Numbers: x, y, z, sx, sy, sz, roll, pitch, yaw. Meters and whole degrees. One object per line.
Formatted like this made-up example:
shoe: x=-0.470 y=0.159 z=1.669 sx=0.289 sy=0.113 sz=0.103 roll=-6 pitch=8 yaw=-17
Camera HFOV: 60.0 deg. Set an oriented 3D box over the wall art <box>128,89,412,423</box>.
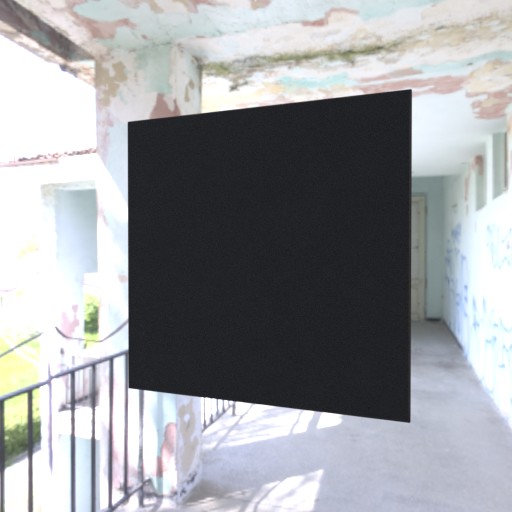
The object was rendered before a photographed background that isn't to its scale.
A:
wall art: x=0.000 y=0.000 z=0.460 sx=0.304 sy=0.303 sz=0.015 roll=0 pitch=1 yaw=20
